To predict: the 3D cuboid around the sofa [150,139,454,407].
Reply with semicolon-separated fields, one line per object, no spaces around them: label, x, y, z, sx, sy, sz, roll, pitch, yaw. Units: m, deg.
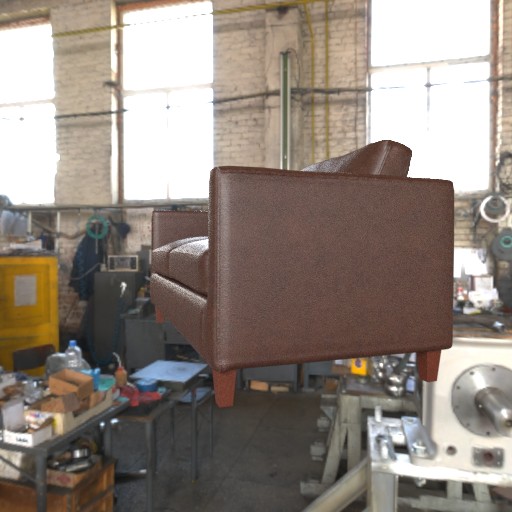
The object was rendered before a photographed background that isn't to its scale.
sofa;0.000;0.000;2.367;0.951;0.933;1.883;0;1;-19
